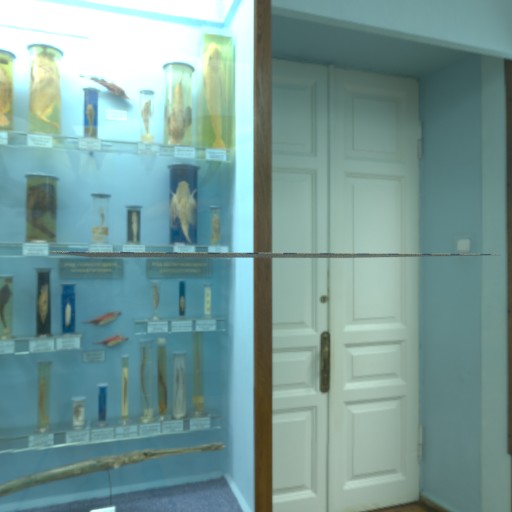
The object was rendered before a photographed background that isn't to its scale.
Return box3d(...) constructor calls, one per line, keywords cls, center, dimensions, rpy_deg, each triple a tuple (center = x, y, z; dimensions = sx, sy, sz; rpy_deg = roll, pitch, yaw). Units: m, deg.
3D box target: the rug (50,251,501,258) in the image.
box3d(cls="rug", center=(0.000, 0.000, 4.021), dimensions=(3.059, 0.008, 2.453), rpy_deg=(0, -1, -16))
